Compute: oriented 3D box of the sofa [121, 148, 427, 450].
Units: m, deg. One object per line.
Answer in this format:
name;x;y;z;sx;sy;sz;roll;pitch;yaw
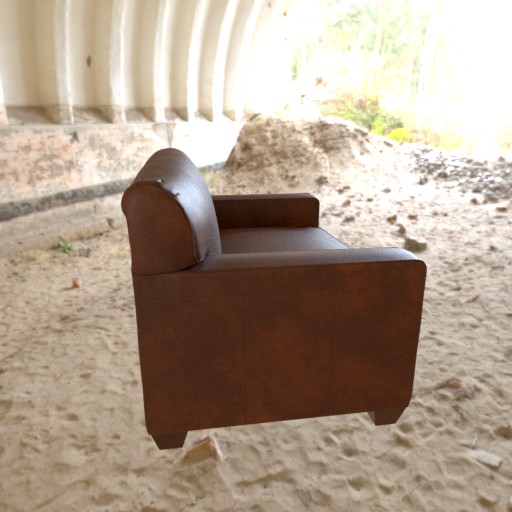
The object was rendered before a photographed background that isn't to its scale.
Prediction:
sofa;0.000;0.000;2.072;1.000;0.956;1.413;-3;18;-9
